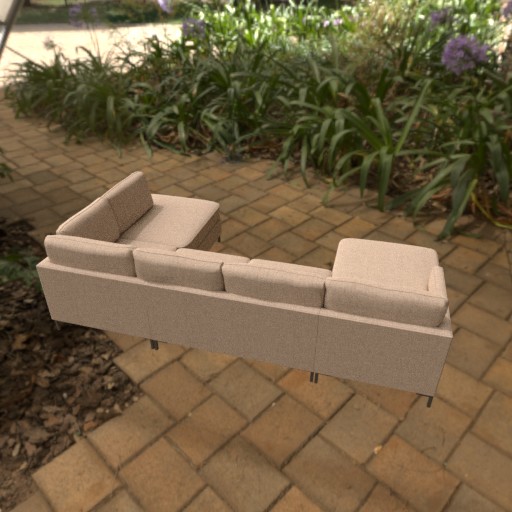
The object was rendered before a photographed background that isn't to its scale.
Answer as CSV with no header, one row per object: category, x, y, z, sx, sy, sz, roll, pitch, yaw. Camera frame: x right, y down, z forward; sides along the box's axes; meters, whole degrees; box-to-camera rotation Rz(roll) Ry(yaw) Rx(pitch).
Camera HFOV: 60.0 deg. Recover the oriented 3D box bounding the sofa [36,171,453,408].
sofa,0.000,0.000,4.342,3.423,0.996,2.021,8,33,13
